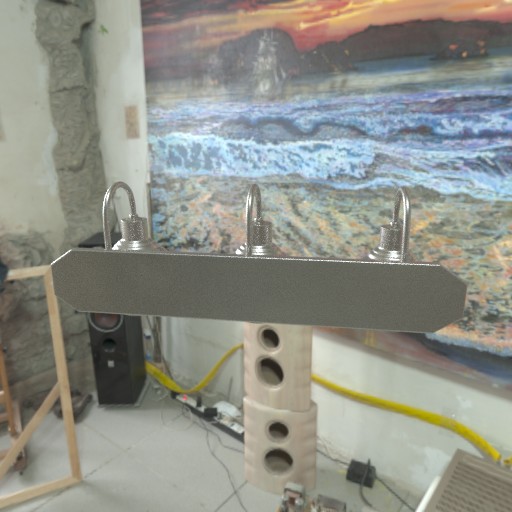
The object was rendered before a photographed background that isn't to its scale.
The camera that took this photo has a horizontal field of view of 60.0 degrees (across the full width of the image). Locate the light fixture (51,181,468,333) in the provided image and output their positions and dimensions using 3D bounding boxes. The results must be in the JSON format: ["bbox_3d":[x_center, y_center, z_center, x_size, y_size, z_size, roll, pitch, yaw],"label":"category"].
[{"bbox_3d":[0.000,0.000,0.775,0.634,0.254,0.229,2,16,8],"label":"light fixture"}]
